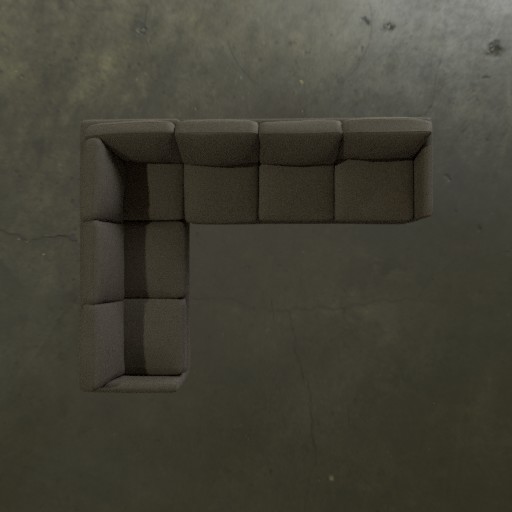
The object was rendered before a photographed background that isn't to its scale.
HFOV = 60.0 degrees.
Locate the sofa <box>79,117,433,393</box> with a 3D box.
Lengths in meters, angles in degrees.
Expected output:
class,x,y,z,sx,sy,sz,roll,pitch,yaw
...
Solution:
class,x,y,z,sx,sy,sz,roll,pitch,yaw
sofa,0.000,0.000,4.334,3.302,0.947,2.593,0,90,2
